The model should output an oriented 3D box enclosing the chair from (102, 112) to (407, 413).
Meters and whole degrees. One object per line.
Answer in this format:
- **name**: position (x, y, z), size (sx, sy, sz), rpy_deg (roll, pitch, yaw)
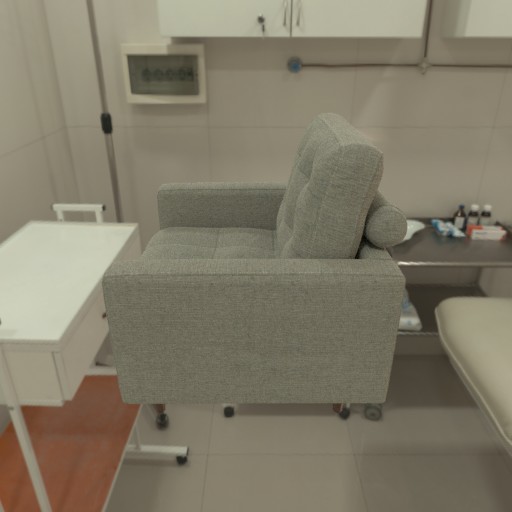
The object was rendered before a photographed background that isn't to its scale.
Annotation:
- **chair**: position (0.000, 0.000, 1.538), size (0.843, 0.880, 0.821), rpy_deg (0, 26, 0)
